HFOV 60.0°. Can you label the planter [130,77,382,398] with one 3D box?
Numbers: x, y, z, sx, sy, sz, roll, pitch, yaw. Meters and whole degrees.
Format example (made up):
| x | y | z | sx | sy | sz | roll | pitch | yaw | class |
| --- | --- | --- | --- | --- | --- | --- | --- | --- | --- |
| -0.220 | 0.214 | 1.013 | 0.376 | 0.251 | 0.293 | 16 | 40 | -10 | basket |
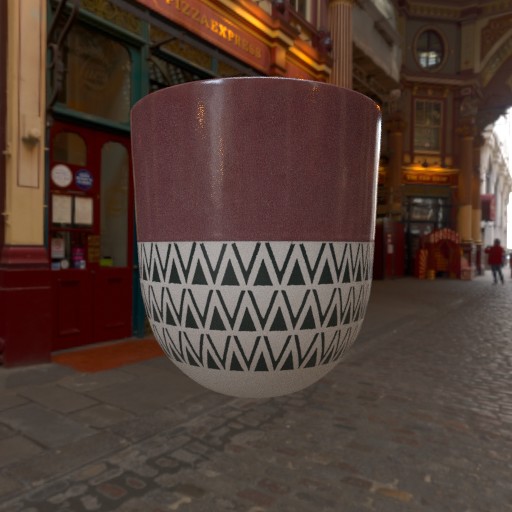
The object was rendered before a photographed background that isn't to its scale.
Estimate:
| x | y | z | sx | sy | sz | roll | pitch | yaw | class |
| --- | --- | --- | --- | --- | --- | --- | --- | --- | --- |
| 0.000 | 0.000 | 0.358 | 0.195 | 0.214 | 0.195 | 0 | 1 | 0 | planter |
